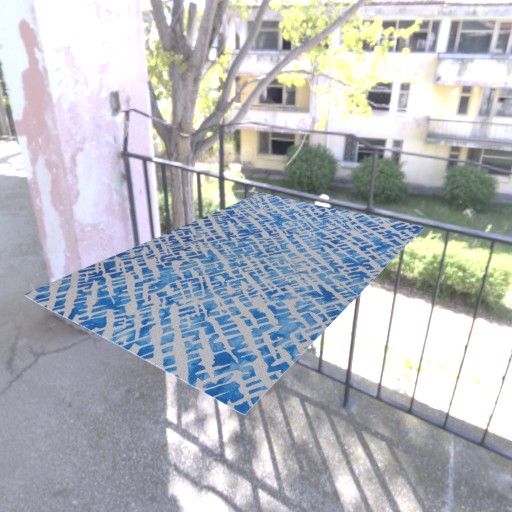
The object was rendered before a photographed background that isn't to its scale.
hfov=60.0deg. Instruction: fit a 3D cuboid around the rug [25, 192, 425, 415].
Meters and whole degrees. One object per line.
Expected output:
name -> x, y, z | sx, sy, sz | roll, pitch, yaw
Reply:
rug -> 0.000, 0.000, 2.314 | 1.209, 0.011, 1.830 | 17, 31, 31
